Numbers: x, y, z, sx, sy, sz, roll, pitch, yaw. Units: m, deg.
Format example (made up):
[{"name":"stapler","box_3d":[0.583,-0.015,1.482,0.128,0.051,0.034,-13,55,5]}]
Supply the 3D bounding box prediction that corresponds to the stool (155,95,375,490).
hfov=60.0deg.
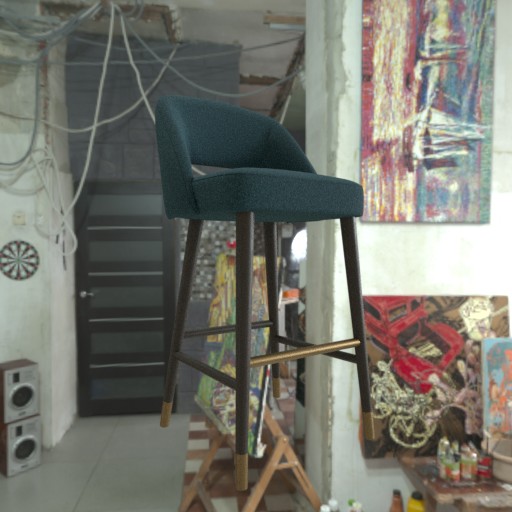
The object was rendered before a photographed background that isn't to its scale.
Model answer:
[{"name":"stool","box_3d":[0.000,0.000,1.314,0.536,1.032,0.522,-1,2,-36]}]
